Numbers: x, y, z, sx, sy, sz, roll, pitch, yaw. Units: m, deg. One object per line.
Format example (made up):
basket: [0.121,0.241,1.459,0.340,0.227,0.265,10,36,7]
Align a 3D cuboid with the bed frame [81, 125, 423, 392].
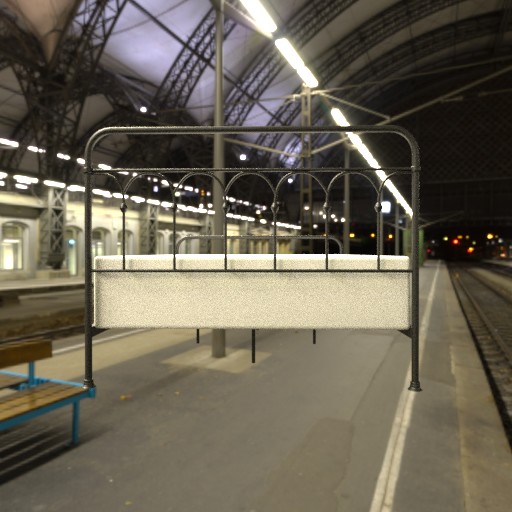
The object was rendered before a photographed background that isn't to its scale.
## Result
bed frame: [0.000,0.000,3.226,1.664,1.276,2.203,0,0,1]
